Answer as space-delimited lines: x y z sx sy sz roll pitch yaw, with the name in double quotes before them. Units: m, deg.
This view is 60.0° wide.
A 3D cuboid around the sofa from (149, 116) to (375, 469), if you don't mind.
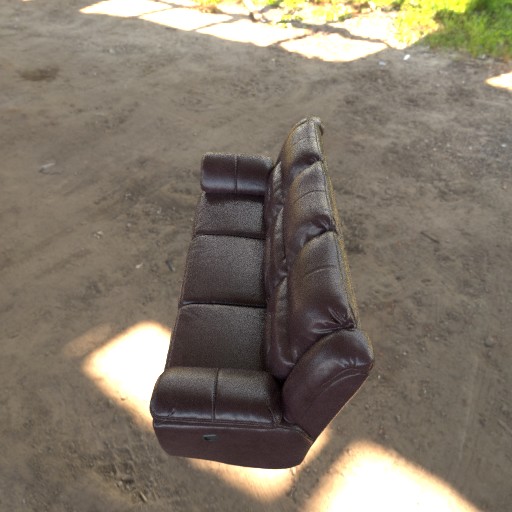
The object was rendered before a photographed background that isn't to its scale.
"sofa" 0.000 0.000 2.837 0.991 1.043 2.337 1 42 1
